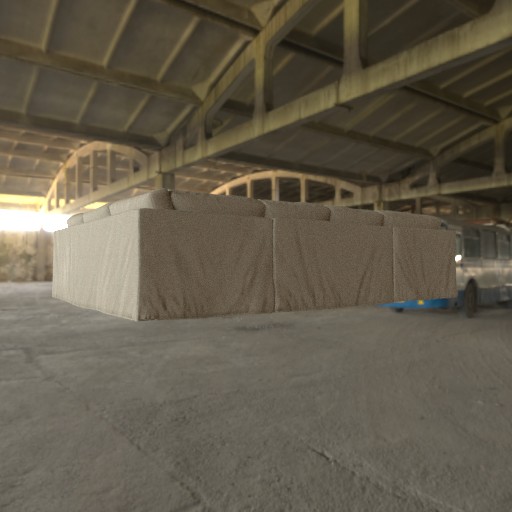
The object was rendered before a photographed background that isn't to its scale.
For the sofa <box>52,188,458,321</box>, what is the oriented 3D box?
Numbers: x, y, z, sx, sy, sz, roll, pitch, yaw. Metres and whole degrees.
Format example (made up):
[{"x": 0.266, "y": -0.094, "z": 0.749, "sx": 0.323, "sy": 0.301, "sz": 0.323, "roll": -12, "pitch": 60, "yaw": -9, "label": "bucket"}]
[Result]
[{"x": 0.000, "y": 0.000, "z": 4.624, "sx": 3.528, "sy": 0.878, "sz": 2.476, "roll": 1, "pitch": -1, "yaw": -36, "label": "sofa"}]
